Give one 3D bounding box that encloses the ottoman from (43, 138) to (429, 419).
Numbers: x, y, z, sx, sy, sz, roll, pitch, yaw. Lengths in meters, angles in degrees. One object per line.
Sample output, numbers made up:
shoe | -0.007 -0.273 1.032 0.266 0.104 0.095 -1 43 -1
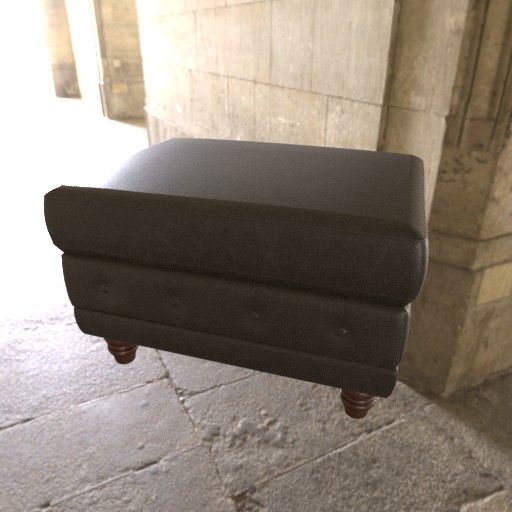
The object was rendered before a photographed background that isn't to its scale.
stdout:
ottoman | 0.000 0.000 1.171 0.795 0.498 0.590 8 28 16
